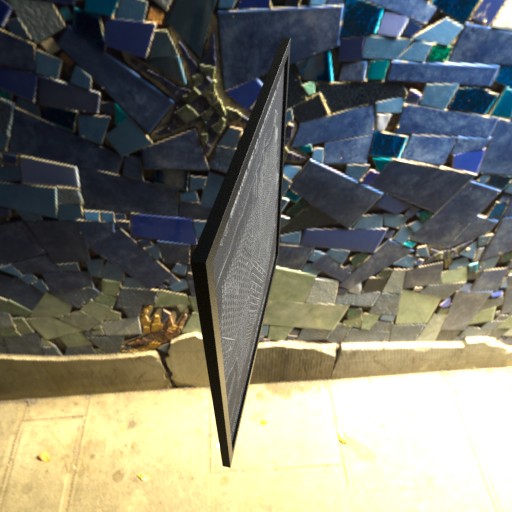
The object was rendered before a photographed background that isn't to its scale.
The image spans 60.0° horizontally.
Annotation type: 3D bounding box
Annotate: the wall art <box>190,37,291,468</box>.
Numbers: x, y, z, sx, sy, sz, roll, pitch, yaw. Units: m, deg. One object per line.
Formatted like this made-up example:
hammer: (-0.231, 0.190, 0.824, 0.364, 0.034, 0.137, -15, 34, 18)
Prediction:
wall art: (0.000, 0.000, 1.167, 0.022, 0.807, 0.807, 8, 47, 8)
